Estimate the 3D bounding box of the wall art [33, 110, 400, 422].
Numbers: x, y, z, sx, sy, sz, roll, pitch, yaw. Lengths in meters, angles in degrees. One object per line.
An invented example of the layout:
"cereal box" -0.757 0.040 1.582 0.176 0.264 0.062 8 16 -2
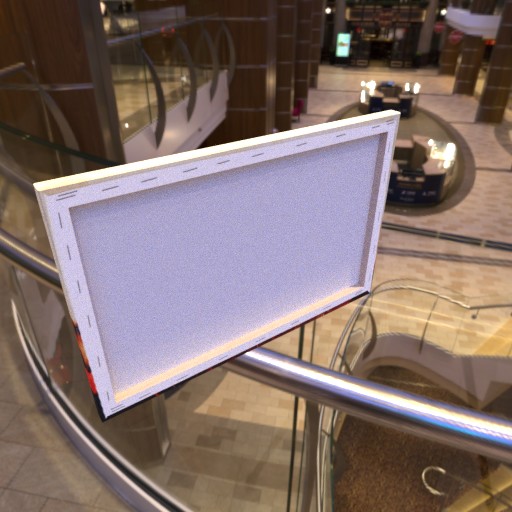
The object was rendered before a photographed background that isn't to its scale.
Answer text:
"wall art" 0.000 0.000 1.137 0.918 0.602 0.038 -20 37 -29
